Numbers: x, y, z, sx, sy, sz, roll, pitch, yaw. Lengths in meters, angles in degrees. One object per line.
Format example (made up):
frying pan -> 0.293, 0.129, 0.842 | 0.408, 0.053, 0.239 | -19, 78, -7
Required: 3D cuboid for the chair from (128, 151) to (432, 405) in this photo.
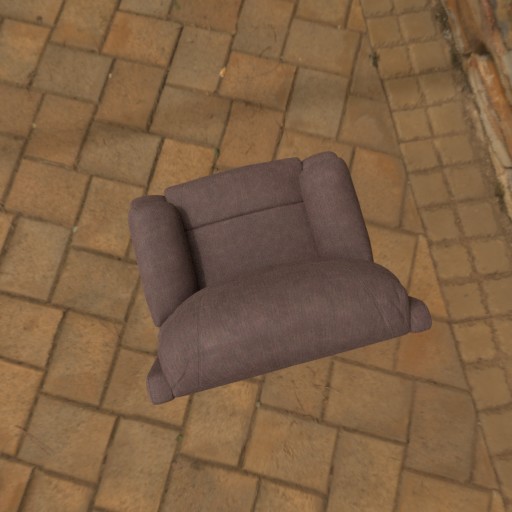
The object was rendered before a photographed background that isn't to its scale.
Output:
chair -> 0.000, 0.000, 1.782 | 0.930, 1.011, 0.899 | -15, 76, -4
